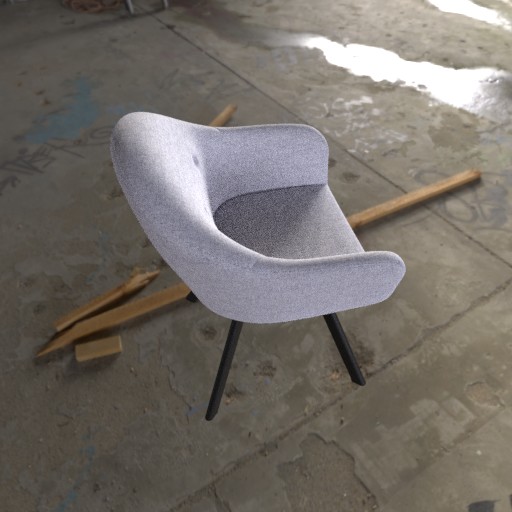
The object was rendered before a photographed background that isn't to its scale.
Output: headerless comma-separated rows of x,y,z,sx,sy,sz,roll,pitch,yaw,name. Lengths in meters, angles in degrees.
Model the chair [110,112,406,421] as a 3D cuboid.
0.000,0.000,1.149,0.570,0.780,0.540,-10,47,-9,chair
